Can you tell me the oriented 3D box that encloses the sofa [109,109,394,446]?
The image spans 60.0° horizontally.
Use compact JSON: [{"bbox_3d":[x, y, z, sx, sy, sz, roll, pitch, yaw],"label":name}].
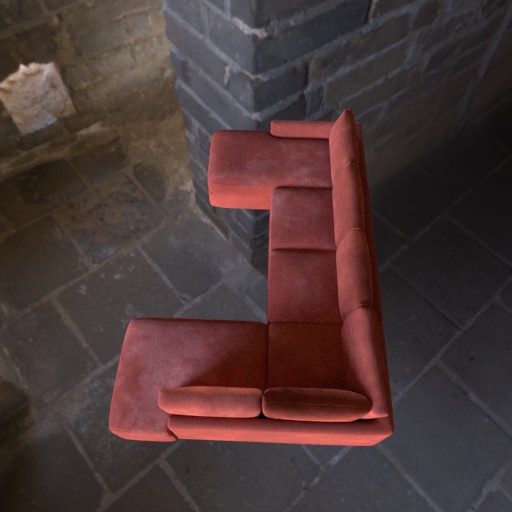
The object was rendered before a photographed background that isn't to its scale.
[{"bbox_3d":[0.000,0.000,3.834,1.981,0.858,2.971,2,60,1],"label":"sofa"}]
